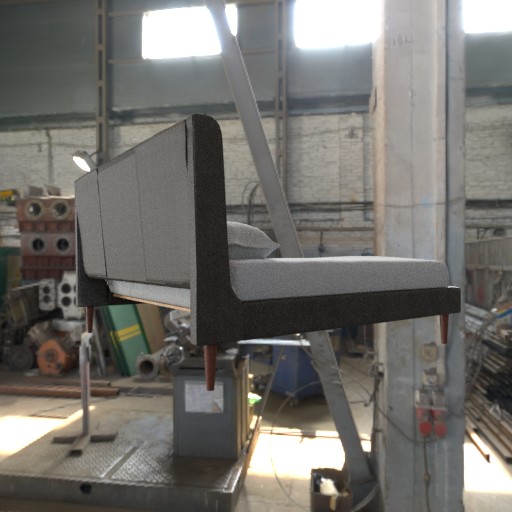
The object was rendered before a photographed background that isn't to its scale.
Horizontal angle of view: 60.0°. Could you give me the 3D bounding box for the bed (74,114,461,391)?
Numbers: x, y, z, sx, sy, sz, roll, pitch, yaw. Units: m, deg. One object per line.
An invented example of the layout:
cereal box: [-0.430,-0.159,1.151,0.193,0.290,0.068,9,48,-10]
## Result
bed: [0.000,0.000,3.148,2.031,1.158,1.903,0,-1,-36]
